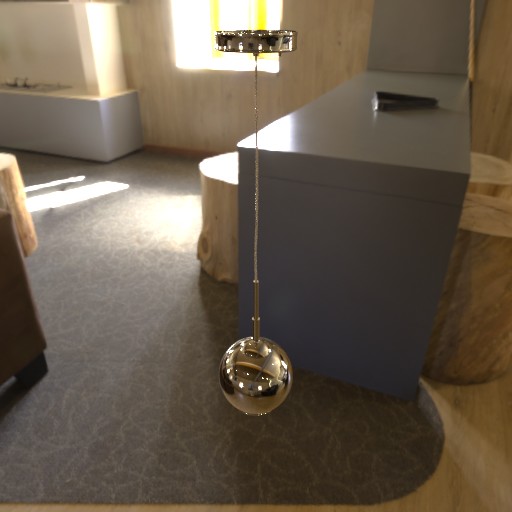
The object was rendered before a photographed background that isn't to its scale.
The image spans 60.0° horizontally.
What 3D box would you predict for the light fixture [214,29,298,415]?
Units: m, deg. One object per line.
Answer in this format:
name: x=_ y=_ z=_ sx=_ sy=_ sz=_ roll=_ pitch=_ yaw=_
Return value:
light fixture: x=0.000 y=0.000 z=1.701 sx=0.336 sy=1.538 sz=0.336 roll=21 pitch=36 yaw=32
